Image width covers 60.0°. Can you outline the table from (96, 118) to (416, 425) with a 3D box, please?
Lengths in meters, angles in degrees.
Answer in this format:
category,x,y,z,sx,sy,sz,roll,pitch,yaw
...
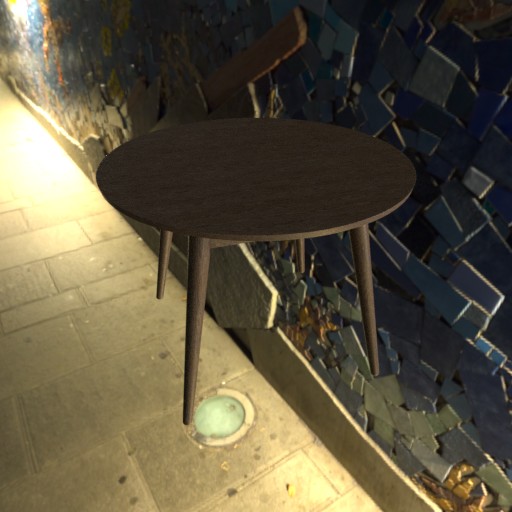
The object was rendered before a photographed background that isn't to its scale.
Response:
category,x,y,z,sx,sy,sz,roll,pitch,yaw
table,0.000,0.000,1.734,1.053,0.786,1.053,0,32,0
